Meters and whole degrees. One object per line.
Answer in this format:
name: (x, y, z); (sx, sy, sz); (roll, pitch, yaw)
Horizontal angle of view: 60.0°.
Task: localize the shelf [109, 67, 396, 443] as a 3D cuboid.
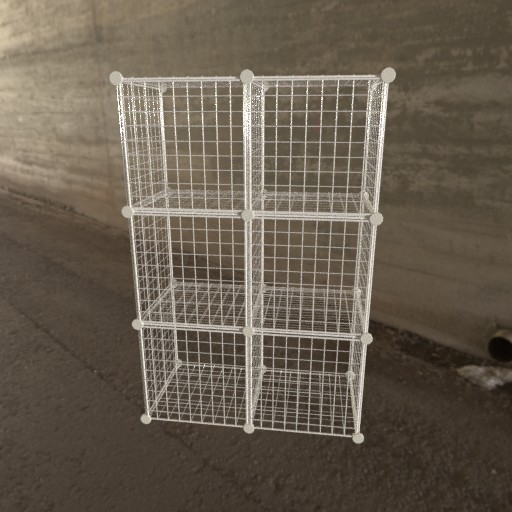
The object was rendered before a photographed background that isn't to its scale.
shelf: (0.000, 0.000, 1.412); (0.711, 1.067, 0.356); (2, 18, 7)
